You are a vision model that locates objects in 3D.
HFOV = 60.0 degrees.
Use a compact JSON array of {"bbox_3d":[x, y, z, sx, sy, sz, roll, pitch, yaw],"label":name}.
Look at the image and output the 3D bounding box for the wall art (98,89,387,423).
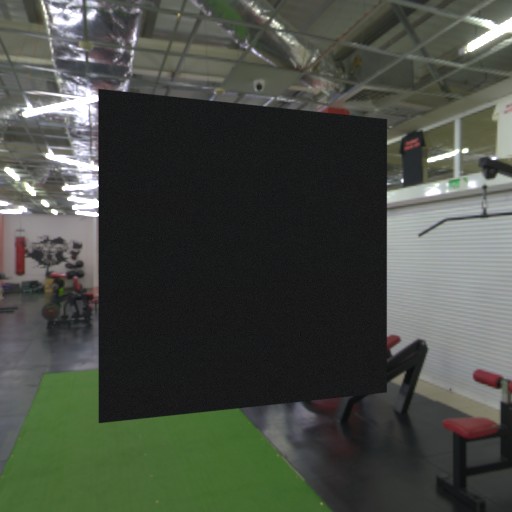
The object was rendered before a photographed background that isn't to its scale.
[{"bbox_3d":[0.000,0.000,0.681,0.456,0.458,0.013,0,0,-17],"label":"wall art"}]
